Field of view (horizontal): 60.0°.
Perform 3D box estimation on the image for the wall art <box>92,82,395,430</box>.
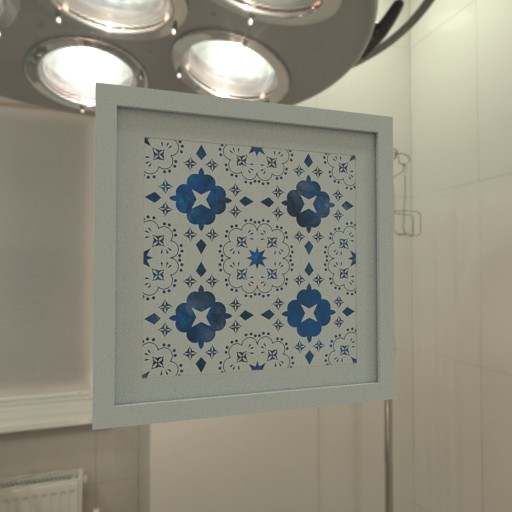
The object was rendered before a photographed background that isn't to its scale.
[{"bbox_3d":[0.000,0.000,0.518,0.355,0.355,0.027,0,-2,-17],"label":"wall art"}]
